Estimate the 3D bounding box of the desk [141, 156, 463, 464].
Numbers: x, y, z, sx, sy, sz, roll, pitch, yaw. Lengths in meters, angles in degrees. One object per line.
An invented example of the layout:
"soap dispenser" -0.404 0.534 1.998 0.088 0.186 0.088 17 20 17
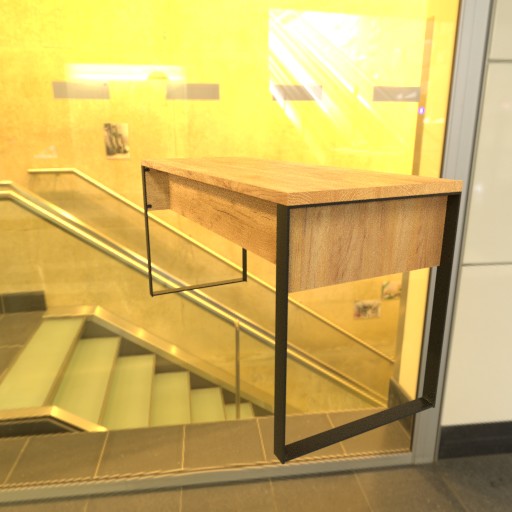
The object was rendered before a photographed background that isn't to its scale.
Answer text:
"desk" 0.000 0.000 1.922 0.600 0.760 1.520 -8 17 -26
